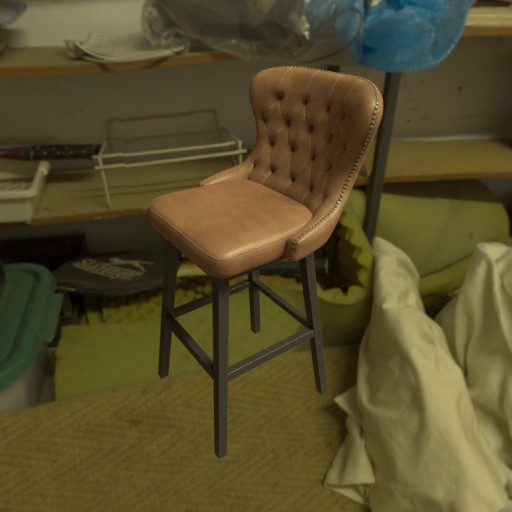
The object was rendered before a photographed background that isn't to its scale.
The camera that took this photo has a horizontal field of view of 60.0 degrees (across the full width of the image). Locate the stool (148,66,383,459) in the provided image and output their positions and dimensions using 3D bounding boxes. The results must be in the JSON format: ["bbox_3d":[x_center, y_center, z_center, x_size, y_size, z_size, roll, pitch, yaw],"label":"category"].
[{"bbox_3d":[0.000,0.000,1.412,0.601,1.050,0.528,-20,36,-30],"label":"stool"}]
